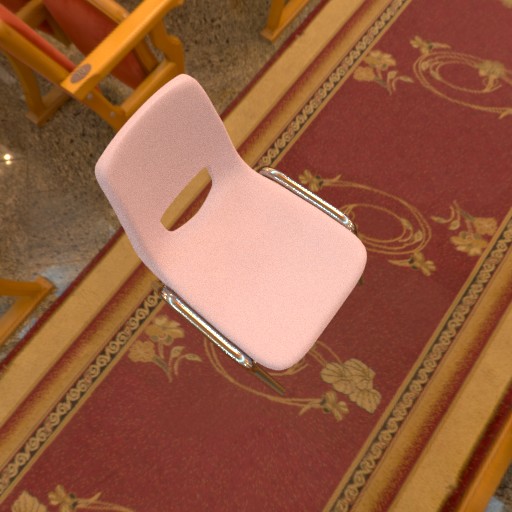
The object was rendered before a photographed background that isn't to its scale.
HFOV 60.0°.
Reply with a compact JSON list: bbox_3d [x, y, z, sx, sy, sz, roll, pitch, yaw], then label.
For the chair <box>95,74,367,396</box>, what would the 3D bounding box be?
[{"bbox_3d":[0.000,0.000,0.835,0.423,0.586,0.354,36,78,9],"label":"chair"}]
